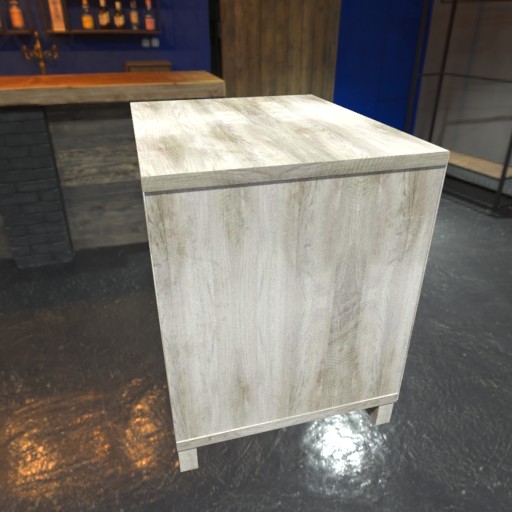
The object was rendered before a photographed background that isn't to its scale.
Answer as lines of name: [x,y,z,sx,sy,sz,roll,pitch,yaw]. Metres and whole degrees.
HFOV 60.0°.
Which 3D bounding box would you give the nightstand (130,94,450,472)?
nightstand: [0.000,0.000,0.754,0.347,0.448,0.427,-7,29,-13]
